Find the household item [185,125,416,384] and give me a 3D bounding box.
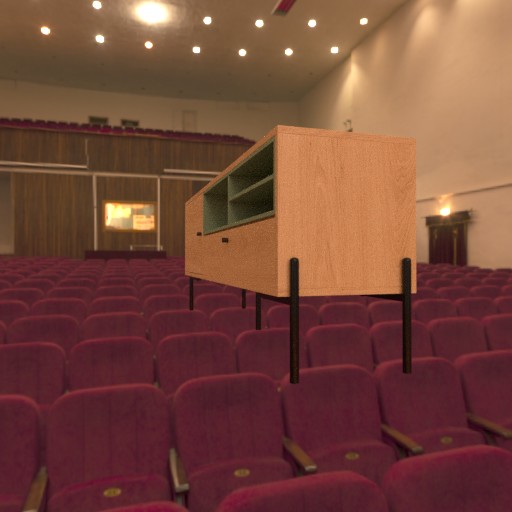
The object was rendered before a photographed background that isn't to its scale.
[{"bbox_3d":[0.000,0.000,1.804,0.400,0.600,1.550,0,0,-17],"label":"household item"}]
